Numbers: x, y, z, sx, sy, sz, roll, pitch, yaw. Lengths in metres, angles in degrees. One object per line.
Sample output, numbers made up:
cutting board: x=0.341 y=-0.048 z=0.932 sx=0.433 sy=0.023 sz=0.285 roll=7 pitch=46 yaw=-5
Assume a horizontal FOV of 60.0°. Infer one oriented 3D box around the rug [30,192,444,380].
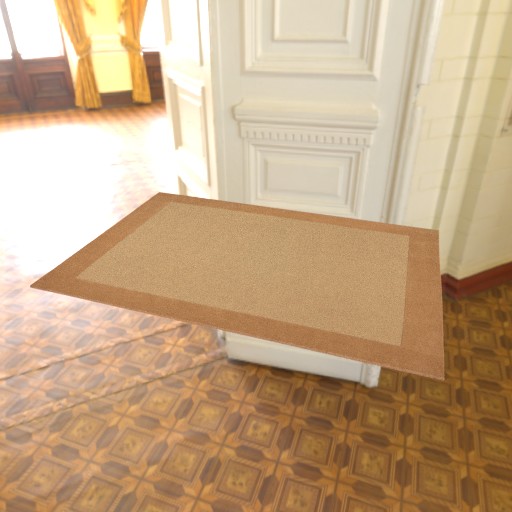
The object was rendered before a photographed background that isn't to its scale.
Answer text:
rug: x=0.000 y=0.000 z=2.324 sx=1.829 sy=0.014 sz=1.219 roll=10 pitch=32 yaw=16
